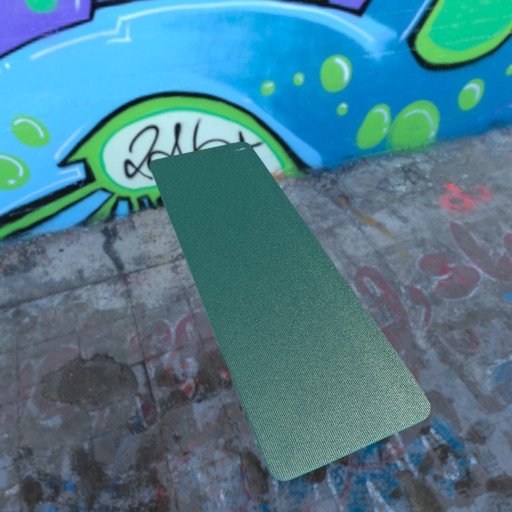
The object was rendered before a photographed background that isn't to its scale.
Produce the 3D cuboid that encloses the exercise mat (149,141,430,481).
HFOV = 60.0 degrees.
[{"bbox_3d":[0.000,0.000,2.049,0.616,0.021,1.869,-16,49,-15],"label":"exercise mat"}]
